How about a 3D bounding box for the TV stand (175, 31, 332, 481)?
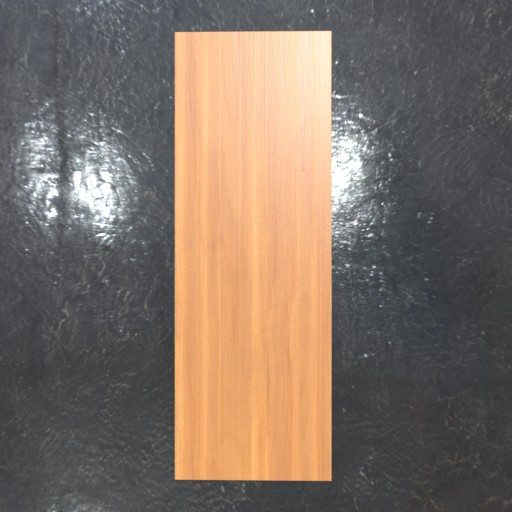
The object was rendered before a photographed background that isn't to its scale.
[{"bbox_3d":[0.000,0.000,1.459,0.417,0.607,1.181,0,90,1],"label":"TV stand"}]
